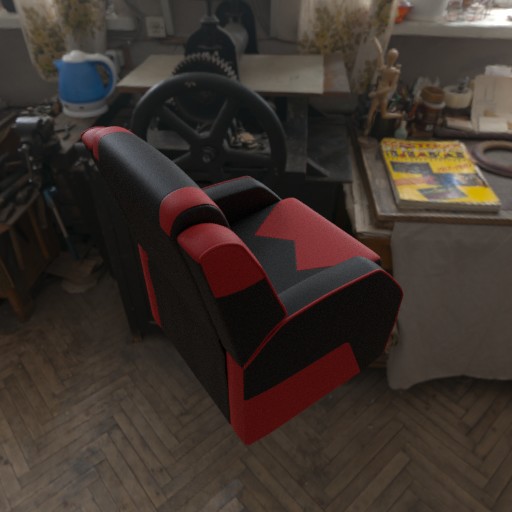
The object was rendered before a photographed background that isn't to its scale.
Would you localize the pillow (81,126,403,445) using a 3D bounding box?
[{"bbox_3d":[0.000,0.000,1.303,0.672,0.805,0.620,-24,45,-27],"label":"pillow"}]
